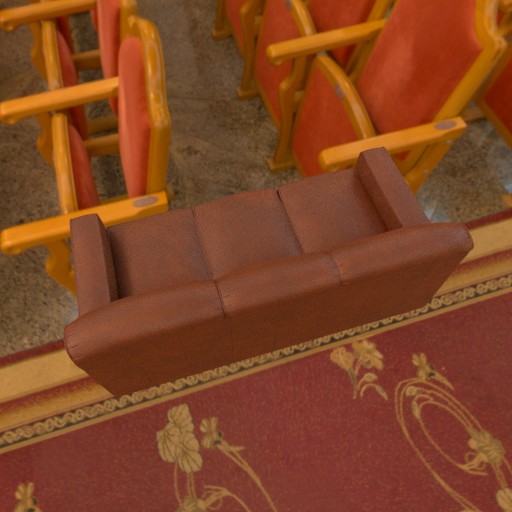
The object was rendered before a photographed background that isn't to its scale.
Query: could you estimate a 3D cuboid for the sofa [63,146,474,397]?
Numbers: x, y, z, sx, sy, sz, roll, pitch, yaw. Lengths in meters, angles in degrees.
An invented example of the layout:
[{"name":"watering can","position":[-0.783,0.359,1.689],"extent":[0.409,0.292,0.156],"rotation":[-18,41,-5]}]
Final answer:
[{"name":"sofa","position":[0.000,0.000,2.639],"extent":[2.039,0.953,1.008],"rotation":[-15,61,-8]}]
